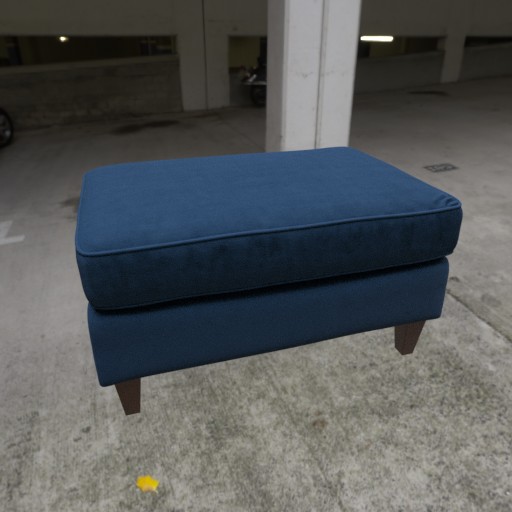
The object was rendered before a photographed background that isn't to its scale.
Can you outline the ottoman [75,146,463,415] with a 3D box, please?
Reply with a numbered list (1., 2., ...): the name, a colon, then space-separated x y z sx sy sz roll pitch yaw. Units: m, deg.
1. ottoman: 0.000 0.000 1.226 0.862 0.484 0.583 -8 28 -15
